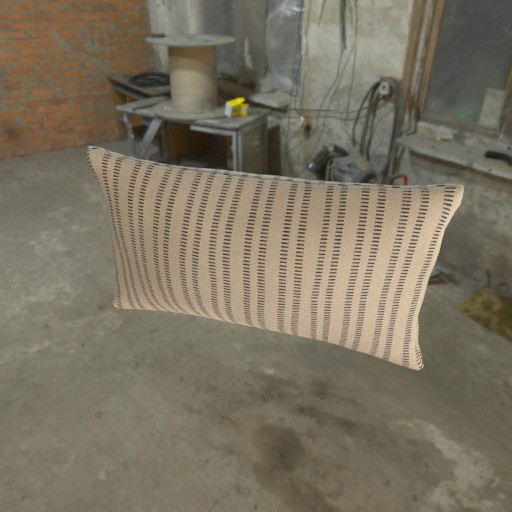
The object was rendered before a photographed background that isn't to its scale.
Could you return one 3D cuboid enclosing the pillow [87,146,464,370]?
[{"bbox_3d":[0.000,0.000,0.807,0.640,0.353,0.210,9,32,15],"label":"pillow"}]
